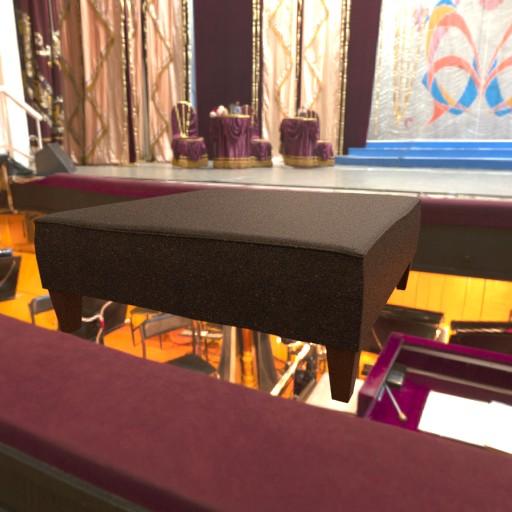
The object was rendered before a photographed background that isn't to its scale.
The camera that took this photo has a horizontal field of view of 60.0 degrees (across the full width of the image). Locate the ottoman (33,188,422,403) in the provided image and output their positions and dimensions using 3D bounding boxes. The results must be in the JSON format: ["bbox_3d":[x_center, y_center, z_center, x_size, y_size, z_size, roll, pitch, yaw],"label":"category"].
[{"bbox_3d":[0.000,0.000,1.545,0.968,0.382,1.004,7,16,25],"label":"ottoman"}]
